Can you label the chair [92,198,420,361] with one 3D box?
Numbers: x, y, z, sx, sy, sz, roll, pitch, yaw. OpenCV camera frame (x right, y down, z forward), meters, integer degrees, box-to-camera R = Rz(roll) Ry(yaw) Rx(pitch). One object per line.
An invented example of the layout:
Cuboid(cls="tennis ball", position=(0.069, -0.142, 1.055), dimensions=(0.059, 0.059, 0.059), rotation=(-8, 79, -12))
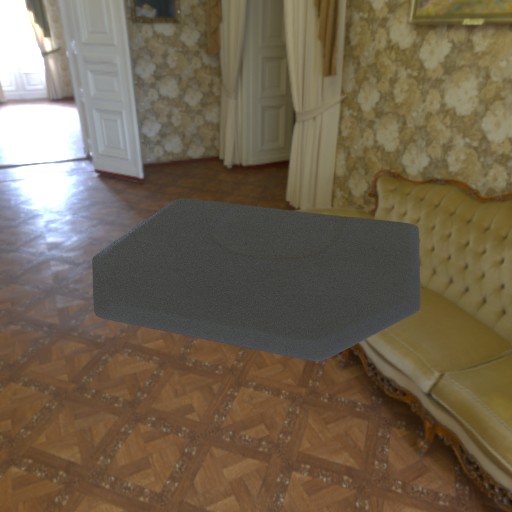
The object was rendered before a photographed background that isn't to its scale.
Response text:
Cuboid(cls="chair", position=(0.000, 0.000, 1.949), dimensions=(1.372, 0.024, 1.219), rotation=(8, 28, 16))
